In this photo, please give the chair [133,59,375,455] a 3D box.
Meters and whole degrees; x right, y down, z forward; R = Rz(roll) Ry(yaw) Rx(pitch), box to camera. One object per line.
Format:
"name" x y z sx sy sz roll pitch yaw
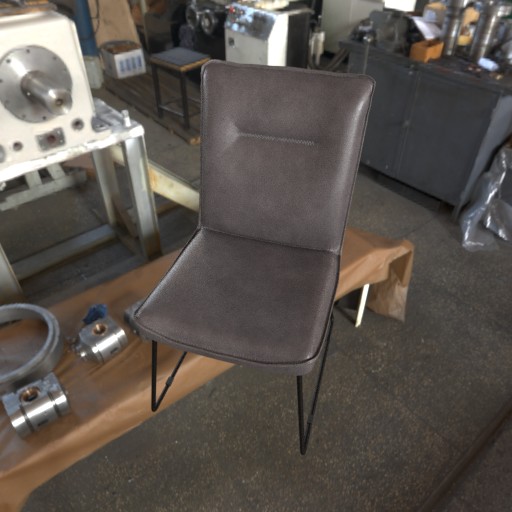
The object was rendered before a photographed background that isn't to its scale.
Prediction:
"chair" 0.000 0.000 1.346 0.515 0.932 0.688 11 41 13
